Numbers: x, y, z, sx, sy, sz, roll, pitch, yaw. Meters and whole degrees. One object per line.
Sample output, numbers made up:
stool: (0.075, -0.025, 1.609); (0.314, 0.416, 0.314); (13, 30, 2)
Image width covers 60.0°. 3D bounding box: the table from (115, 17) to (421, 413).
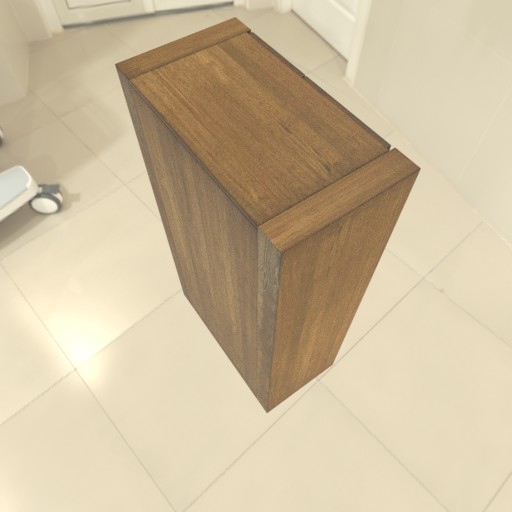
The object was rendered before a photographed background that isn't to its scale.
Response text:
table: (0.000, 0.000, 2.465); (0.600, 2.000, 1.100); (-31, 63, -18)
